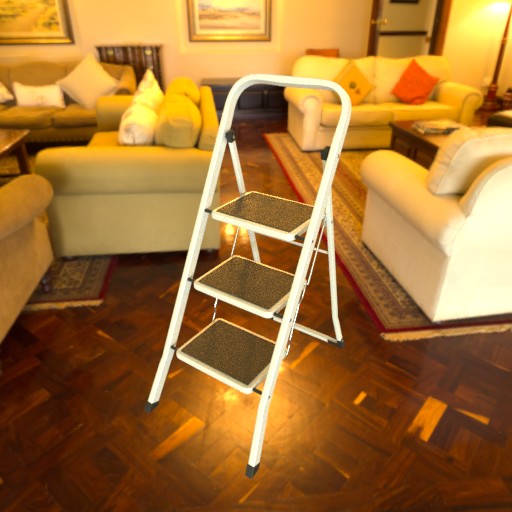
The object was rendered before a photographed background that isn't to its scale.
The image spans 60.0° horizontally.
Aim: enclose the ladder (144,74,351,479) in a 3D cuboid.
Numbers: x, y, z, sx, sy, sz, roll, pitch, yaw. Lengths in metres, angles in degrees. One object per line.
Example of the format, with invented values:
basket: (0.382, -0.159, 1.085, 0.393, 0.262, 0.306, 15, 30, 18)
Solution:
ladder: (0.000, 0.000, 1.432, 0.460, 1.050, 0.711, 18, 34, 30)
